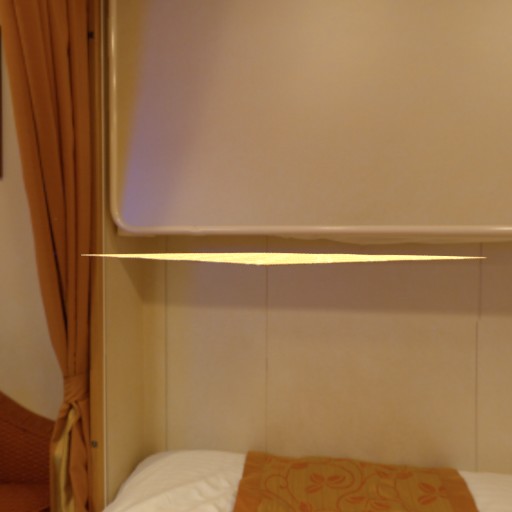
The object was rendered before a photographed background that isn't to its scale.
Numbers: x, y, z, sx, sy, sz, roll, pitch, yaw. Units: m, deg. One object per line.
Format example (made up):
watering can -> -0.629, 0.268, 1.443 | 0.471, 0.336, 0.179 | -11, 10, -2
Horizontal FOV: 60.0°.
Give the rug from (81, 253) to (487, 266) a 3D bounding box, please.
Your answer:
rug -> 0.000, 0.000, 4.382 | 2.452, 0.020, 3.365 | -1, 2, -37
